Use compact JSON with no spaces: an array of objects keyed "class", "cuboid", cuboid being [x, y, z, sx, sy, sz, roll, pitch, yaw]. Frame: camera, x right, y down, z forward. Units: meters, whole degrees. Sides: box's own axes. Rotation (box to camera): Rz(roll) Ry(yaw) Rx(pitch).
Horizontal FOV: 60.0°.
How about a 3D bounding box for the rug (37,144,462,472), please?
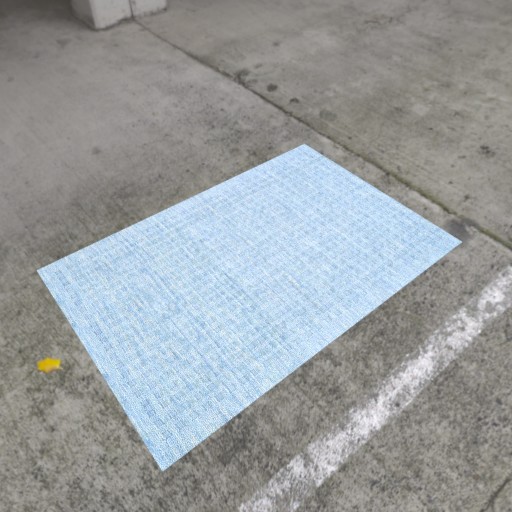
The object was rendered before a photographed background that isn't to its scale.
[{"class":"rug","cuboid":[0.000,0.000,2.851,2.286,0.006,1.522,-30,53,-26]}]
